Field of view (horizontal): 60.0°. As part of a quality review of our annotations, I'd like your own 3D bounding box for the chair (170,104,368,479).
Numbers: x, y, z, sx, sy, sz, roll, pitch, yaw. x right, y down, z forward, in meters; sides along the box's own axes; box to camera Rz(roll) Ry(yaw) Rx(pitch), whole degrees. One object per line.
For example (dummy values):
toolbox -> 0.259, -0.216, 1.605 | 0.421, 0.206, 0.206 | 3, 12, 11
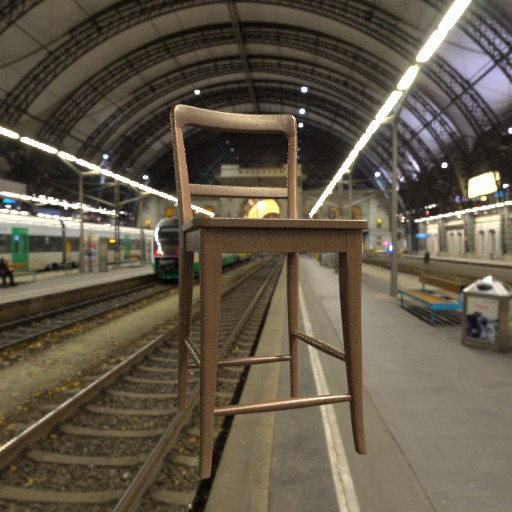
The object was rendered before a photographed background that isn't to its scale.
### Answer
chair -> 0.000, 0.000, 1.299 | 0.450, 0.991, 0.546 | 0, 1, -17
